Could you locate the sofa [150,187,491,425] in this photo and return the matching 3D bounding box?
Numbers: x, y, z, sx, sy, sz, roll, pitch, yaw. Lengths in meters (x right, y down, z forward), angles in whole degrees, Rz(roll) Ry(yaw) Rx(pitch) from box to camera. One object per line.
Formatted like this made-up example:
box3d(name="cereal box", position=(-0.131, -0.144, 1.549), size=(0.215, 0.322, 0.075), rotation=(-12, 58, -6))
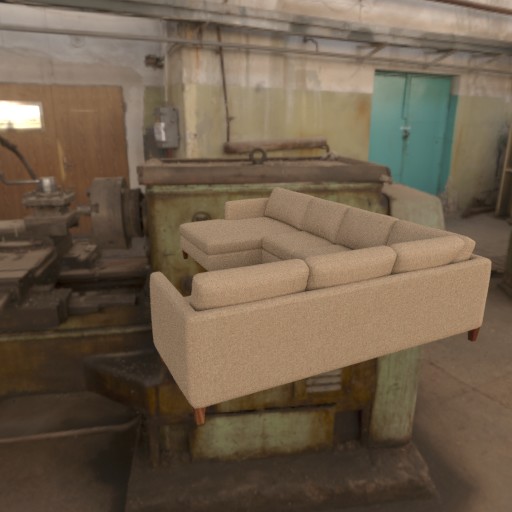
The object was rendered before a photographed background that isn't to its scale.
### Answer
box3d(name="sofa", position=(0.000, 0.000, 4.473), size=(2.551, 0.889, 3.403), rotation=(-8, 19, -25))
